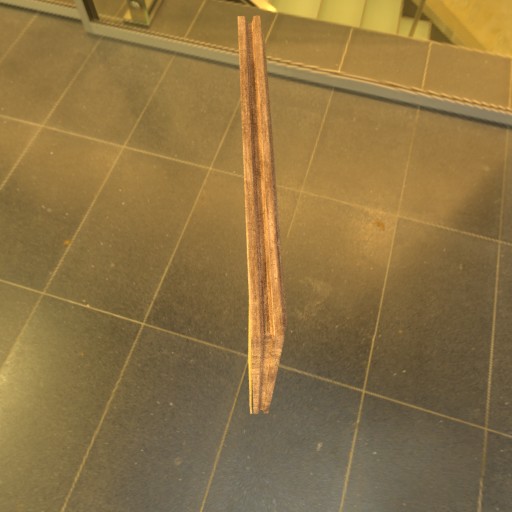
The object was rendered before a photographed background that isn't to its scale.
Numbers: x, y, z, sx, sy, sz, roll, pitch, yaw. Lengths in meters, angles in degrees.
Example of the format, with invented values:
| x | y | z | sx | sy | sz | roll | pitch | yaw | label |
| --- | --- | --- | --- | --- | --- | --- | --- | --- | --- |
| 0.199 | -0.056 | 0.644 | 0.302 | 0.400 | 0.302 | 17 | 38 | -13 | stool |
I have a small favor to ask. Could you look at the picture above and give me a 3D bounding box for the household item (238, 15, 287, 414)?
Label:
| x | y | z | sx | sy | sz | roll | pitch | yaw | label |
| --- | --- | --- | --- | --- | --- | --- | --- | --- | --- |
| 0.000 | 0.000 | 0.315 | 0.018 | 0.237 | 0.186 | -2 | 64 | -1 | household item |
